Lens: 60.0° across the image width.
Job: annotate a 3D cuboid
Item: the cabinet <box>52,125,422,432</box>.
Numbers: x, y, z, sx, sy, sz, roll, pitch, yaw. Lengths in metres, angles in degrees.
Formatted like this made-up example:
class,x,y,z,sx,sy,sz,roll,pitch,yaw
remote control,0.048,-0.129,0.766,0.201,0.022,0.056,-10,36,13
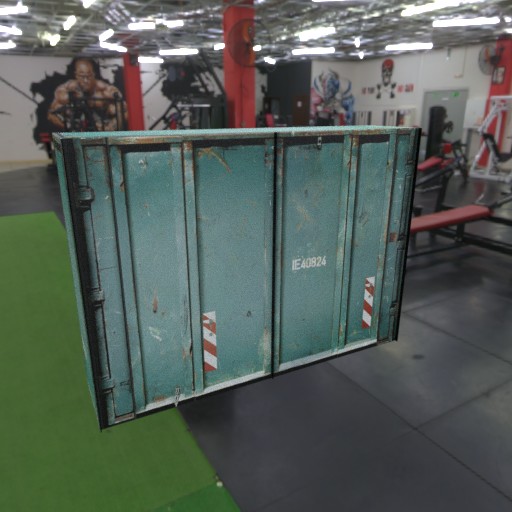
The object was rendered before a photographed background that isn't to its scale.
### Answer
class,x,y,z,sx,sy,sz,roll,pitch,yaw
cabinet,0.000,0.000,3.951,3.001,2.160,0.680,-9,21,-26
